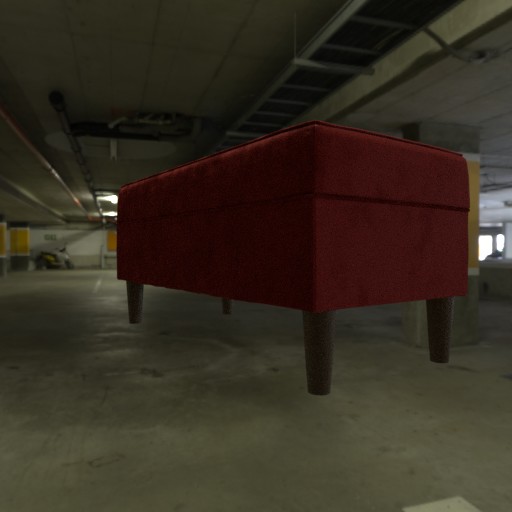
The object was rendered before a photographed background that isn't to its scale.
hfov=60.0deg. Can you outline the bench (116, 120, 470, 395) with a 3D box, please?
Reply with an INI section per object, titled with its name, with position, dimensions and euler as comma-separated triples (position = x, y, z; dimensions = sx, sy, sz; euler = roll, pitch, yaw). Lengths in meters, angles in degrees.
[bench]
position = 0.000, 0.000, 1.268
dimensions = 0.492, 0.471, 1.016
euler = -1, 1, -36
